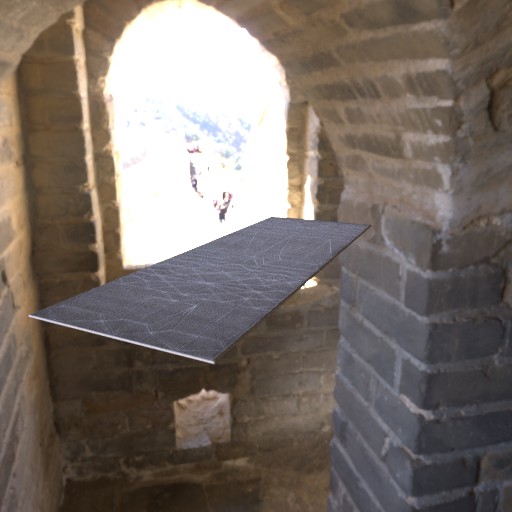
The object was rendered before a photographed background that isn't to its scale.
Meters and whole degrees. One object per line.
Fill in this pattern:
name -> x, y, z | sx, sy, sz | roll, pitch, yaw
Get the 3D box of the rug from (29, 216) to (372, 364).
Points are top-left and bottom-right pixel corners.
rug -> 0.000, 0.000, 2.626 | 0.864, 0.012, 2.388 | 7, 17, 25
